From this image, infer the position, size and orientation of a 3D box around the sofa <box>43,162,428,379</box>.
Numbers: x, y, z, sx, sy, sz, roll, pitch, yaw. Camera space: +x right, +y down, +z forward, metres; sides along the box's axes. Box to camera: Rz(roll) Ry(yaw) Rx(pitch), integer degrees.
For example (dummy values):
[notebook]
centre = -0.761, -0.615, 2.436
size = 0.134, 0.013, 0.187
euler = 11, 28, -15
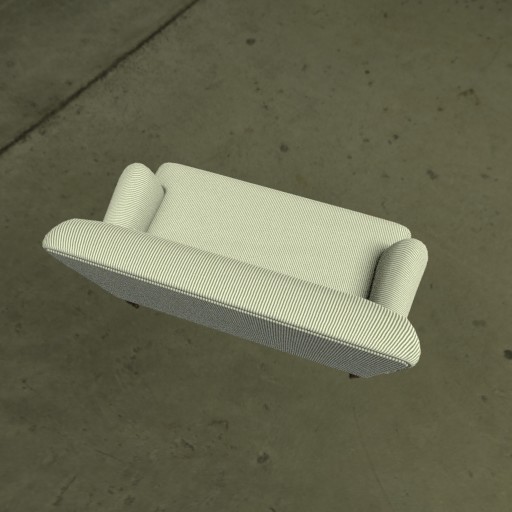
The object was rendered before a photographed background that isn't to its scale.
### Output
[sofa]
centre = 0.000, 0.000, 1.828
size = 1.297, 0.889, 0.779
euler = 16, 64, 8
